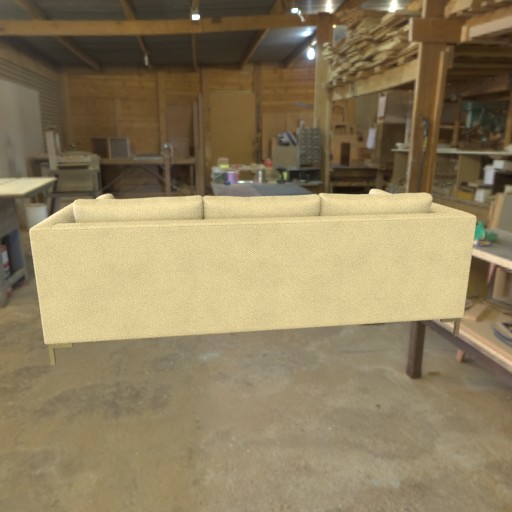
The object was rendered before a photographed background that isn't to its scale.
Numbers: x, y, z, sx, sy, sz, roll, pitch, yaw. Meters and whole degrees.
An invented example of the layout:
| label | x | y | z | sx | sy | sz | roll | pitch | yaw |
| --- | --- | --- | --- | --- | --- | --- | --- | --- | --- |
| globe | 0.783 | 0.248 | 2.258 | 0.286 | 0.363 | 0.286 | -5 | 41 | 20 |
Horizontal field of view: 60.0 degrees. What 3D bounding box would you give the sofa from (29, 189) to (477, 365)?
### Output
| label | x | y | z | sx | sy | sz | roll | pitch | yaw |
| --- | --- | --- | --- | --- | --- | --- | --- | --- | --- |
| sofa | 0.000 | 0.000 | 2.898 | 2.415 | 0.867 | 0.969 | -2 | 16 | -8 |
